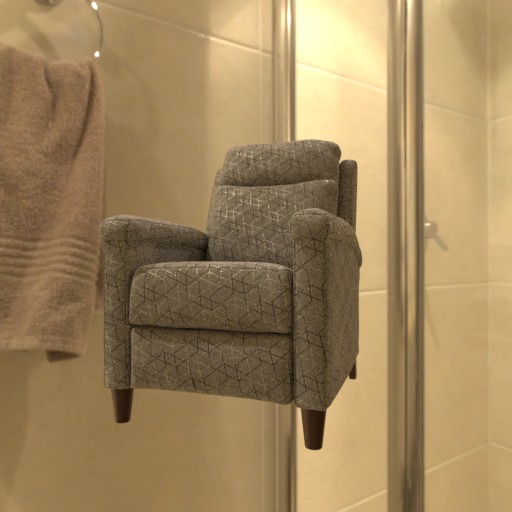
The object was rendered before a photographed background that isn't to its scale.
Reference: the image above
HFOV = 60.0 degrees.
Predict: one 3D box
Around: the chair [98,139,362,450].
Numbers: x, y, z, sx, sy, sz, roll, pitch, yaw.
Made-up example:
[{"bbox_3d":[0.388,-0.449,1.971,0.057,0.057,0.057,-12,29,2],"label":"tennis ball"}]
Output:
[{"bbox_3d":[0.000,0.000,1.714,0.753,1.048,0.987,0,0,18],"label":"chair"}]
